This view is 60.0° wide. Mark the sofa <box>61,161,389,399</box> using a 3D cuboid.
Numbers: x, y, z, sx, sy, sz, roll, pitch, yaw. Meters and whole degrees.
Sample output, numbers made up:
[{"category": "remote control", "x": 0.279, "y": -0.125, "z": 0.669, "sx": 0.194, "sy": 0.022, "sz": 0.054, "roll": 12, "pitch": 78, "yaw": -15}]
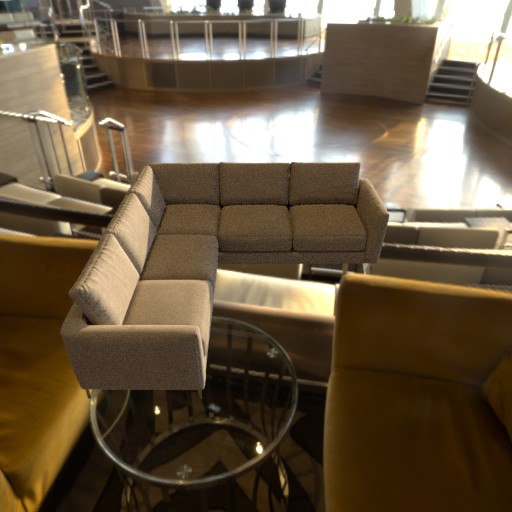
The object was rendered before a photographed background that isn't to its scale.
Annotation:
[{"category": "sofa", "x": 0.000, "y": 0.000, "z": 3.787, "sx": 2.438, "sy": 0.864, "sz": 2.438, "roll": 0, "pitch": 32, "yaw": 0}]
